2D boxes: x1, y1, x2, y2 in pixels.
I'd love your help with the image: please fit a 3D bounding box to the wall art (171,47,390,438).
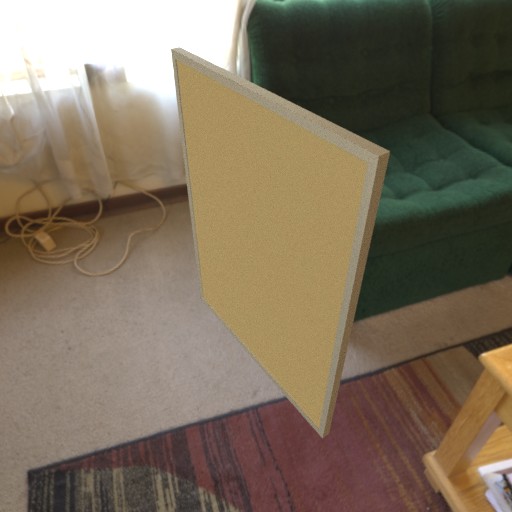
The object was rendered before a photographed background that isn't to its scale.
[{"bbox_3d":[0.000,0.000,1.382,0.034,1.042,0.789,-26,47,-27],"label":"wall art"}]
